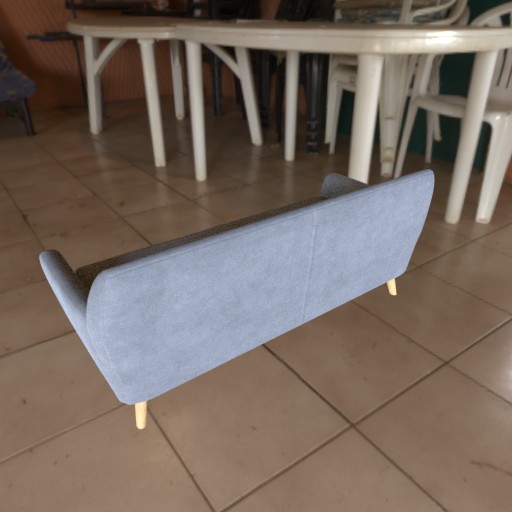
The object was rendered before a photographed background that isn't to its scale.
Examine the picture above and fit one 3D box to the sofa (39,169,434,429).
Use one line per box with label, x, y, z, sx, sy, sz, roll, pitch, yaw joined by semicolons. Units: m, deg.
sofa;0.000;0.000;2.379;1.970;0.830;0.830;-20;35;-32
